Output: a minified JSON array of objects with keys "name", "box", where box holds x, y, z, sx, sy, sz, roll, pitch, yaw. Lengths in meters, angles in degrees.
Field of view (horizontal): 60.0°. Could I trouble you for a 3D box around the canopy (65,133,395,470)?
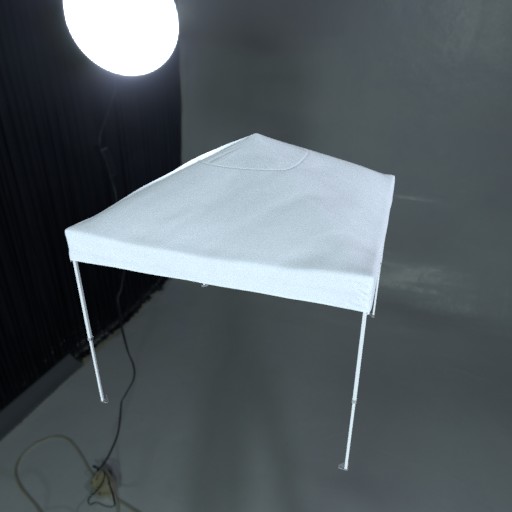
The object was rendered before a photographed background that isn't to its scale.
[{"name":"canopy","box":[0.000,0.000,5.510,2.996,2.997,2.998,9,28,17]}]
